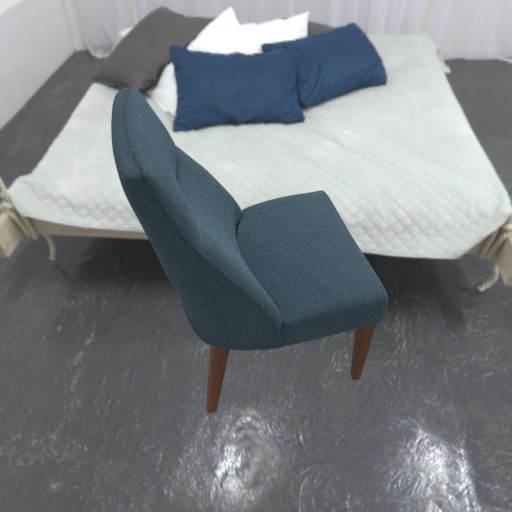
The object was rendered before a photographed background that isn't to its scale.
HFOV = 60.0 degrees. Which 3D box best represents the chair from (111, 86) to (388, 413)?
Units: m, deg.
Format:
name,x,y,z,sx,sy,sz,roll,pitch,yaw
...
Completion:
name,x,y,z,sx,sy,sz,roll,pitch,yaw
chair,0.000,0.000,1.280,0.620,0.930,0.500,-11,47,-10
